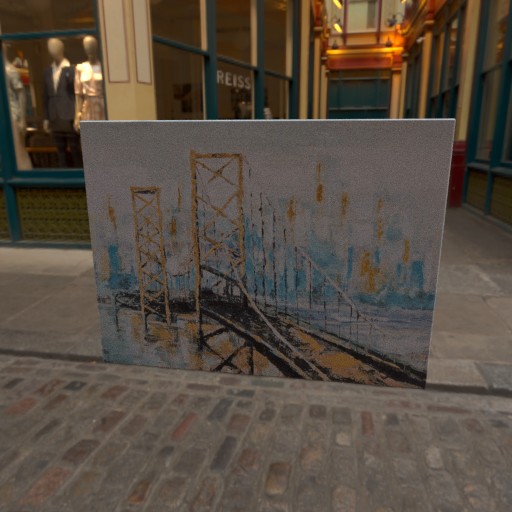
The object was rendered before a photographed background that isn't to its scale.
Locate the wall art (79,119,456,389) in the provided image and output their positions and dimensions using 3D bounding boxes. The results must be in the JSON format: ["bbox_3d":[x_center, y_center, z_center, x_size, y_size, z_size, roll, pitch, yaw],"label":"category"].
[{"bbox_3d":[0.000,0.000,1.299,1.016,0.762,0.038,2,15,9],"label":"wall art"}]
